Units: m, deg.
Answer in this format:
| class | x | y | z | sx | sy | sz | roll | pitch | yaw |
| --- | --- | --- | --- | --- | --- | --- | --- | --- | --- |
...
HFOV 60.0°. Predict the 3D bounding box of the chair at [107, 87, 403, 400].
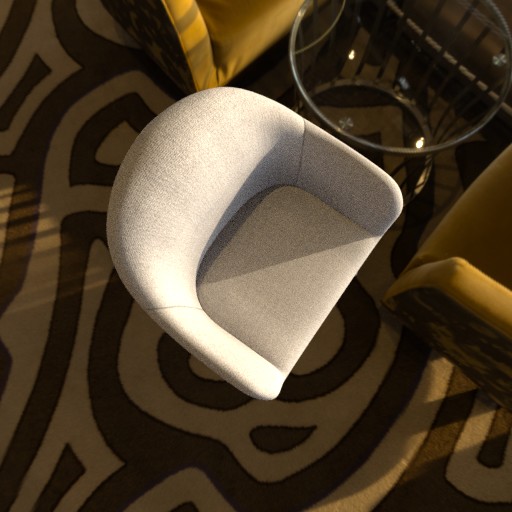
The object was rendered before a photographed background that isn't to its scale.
| class | x | y | z | sx | sy | sz | roll | pitch | yaw |
| --- | --- | --- | --- | --- | --- | --- | --- | --- | --- |
| chair | 0.000 | 0.000 | 1.197 | 0.550 | 0.795 | 0.590 | 35 | 78 | 8 |
